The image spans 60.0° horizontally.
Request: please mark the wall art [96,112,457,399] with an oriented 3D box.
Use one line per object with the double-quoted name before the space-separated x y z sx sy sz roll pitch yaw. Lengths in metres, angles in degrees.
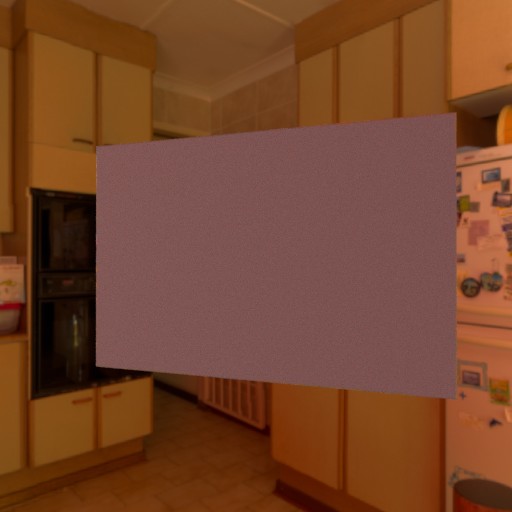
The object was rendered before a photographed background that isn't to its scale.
"wall art" 0.000 0.000 0.740 0.610 0.406 0.037 0 0 18
